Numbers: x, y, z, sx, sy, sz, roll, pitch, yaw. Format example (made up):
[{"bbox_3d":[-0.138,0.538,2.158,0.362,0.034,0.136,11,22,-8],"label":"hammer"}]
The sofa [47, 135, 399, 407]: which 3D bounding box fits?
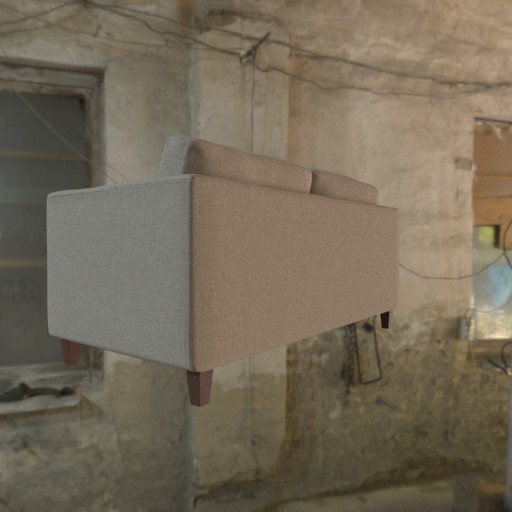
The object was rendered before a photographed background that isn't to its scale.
[{"bbox_3d":[0.000,0.000,2.409,0.951,0.947,1.884,1,2,38],"label":"sofa"}]
